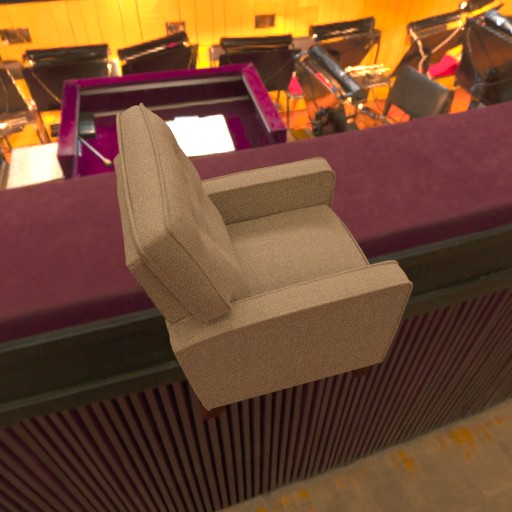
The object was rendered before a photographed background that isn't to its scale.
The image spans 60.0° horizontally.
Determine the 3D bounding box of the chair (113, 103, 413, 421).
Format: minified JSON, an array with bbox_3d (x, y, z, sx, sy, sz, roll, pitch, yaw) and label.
[{"bbox_3d":[0.000,0.000,1.449,0.754,0.888,0.648,-12,47,-11],"label":"chair"}]
